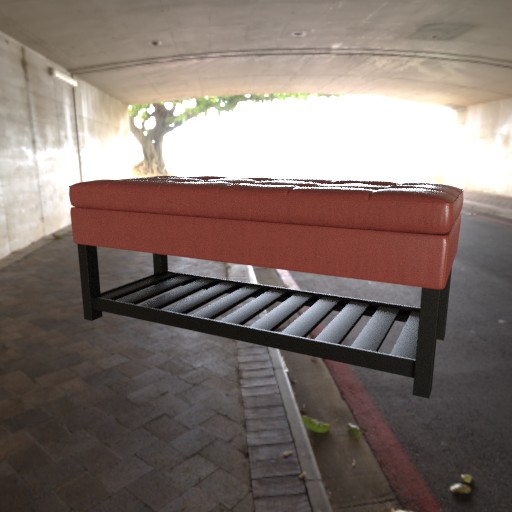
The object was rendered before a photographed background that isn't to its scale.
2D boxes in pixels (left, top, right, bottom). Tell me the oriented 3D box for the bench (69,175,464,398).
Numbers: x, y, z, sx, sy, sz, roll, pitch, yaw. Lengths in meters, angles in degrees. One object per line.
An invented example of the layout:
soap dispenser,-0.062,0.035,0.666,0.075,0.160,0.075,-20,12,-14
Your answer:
bench,0.000,0.000,1.353,1.105,0.460,0.432,7,14,26
